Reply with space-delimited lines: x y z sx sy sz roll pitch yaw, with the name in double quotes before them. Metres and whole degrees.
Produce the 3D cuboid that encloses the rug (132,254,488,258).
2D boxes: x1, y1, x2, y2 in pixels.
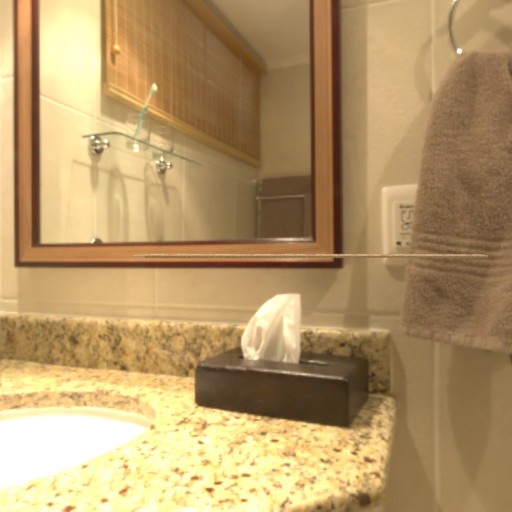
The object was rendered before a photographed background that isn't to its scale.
"rug" 0.000 0.000 3.463 1.819 0.018 2.746 0 0 -17
